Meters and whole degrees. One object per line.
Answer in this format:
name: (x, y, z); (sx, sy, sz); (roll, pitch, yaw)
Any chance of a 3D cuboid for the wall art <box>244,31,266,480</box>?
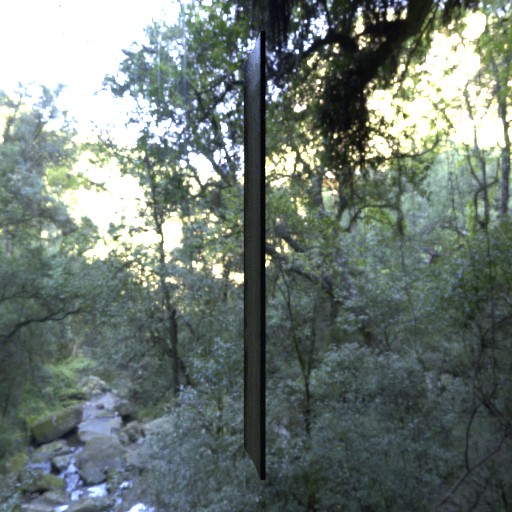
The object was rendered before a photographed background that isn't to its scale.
wall art: (0.000, 0.000, 0.641); (0.023, 0.457, 0.381); (0, 0, 1)
